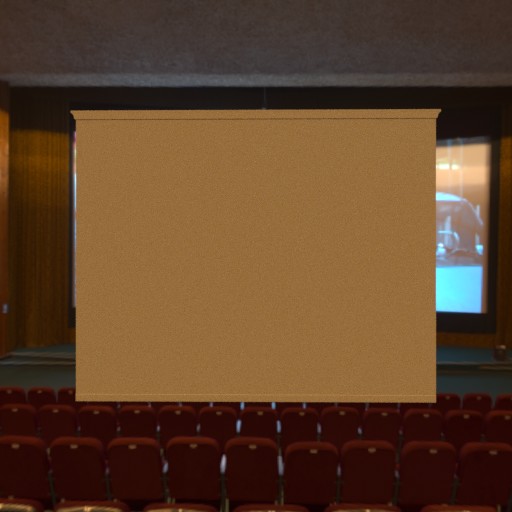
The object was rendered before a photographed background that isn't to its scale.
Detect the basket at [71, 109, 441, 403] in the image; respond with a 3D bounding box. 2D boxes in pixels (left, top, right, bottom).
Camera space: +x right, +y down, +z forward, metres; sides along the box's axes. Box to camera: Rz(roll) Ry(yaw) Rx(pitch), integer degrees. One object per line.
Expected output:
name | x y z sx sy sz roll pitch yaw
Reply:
basket | 0.000 0.000 1.136 0.792 0.625 0.376 0 0 1
